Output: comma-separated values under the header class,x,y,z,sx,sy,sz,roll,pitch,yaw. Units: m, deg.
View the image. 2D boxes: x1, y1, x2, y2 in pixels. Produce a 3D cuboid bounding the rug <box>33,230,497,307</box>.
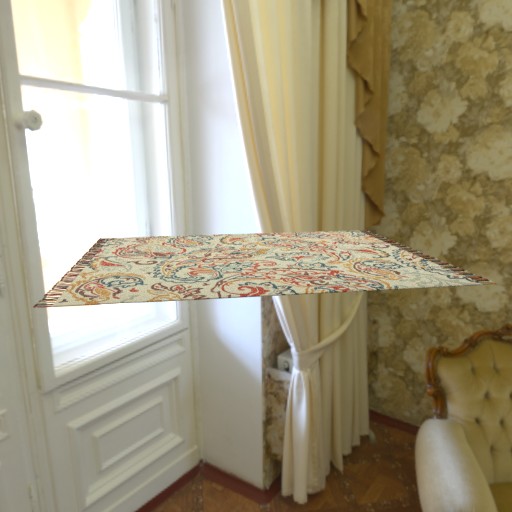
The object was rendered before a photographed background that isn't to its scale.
class,x,y,z,sx,sy,sz,roll,pitch,yaw
rug,0.000,0.000,4.246,3.274,0.015,2.439,-2,13,-9
